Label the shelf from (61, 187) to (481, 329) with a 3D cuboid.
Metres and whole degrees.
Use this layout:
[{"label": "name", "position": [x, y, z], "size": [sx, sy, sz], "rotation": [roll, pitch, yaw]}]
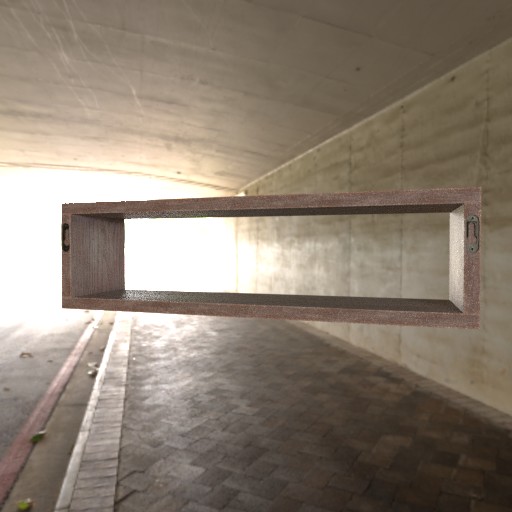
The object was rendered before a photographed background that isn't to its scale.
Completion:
[{"label": "shelf", "position": [0.000, 0.000, 0.692], "size": [0.610, 0.170, 0.150], "rotation": [0, 1, 18]}]
